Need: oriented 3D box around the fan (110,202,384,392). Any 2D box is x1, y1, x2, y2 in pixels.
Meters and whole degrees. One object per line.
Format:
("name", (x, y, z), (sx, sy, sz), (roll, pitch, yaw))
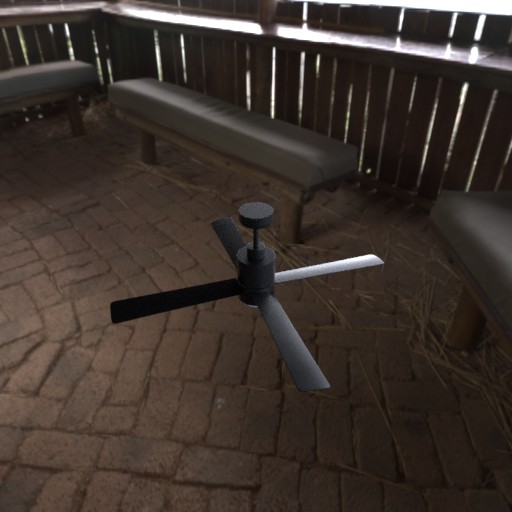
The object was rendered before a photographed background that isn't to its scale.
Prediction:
("fan", (0.000, 0.000, 2.308), (1.525, 0.534, 1.525), (-10, 35, -15))
